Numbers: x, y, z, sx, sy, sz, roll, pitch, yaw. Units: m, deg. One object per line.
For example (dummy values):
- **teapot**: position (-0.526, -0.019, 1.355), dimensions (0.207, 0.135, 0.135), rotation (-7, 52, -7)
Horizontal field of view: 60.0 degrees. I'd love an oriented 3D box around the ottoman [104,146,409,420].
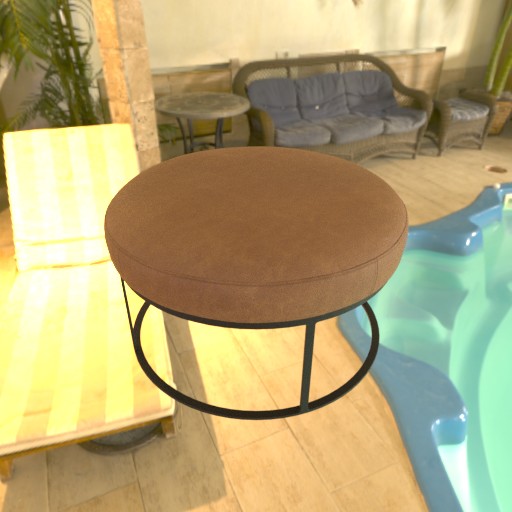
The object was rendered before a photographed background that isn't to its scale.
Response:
- **ottoman**: position (0.000, 0.000, 1.242), dimensions (0.771, 0.460, 0.771), rotation (0, 31, 0)
